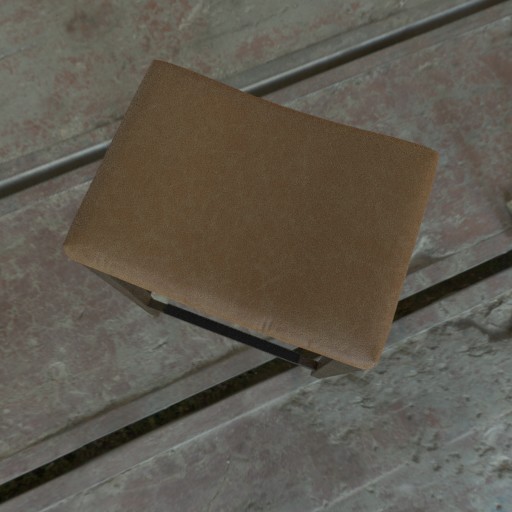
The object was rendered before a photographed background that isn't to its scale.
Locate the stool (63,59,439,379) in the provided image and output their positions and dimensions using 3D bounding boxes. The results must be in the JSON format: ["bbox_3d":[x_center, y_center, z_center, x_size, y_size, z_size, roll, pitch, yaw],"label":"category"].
[{"bbox_3d":[0.000,0.000,0.943,0.500,0.660,0.361,20,76,5],"label":"stool"}]
